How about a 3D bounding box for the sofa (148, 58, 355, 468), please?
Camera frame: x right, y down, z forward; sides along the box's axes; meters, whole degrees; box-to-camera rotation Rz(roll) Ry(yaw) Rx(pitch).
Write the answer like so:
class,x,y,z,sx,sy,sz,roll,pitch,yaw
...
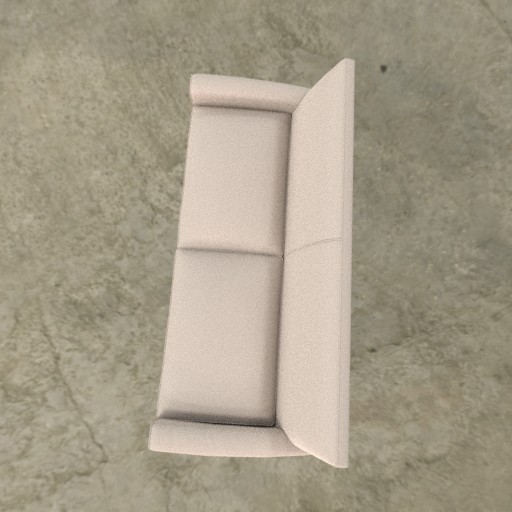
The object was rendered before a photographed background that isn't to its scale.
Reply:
class,x,y,z,sx,sy,sz,roll,pitch,yaw
sofa,0.000,0.000,2.410,0.875,0.846,2.000,4,76,1
